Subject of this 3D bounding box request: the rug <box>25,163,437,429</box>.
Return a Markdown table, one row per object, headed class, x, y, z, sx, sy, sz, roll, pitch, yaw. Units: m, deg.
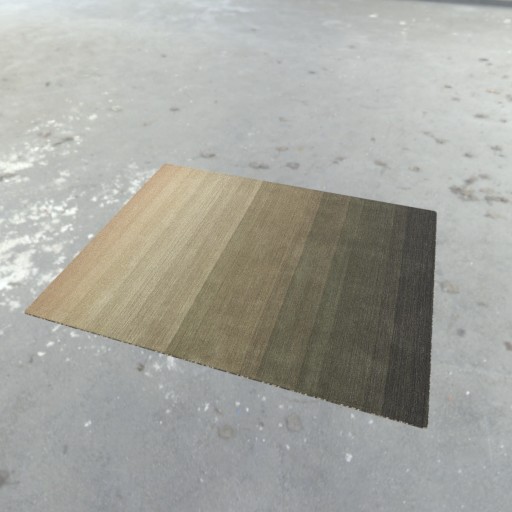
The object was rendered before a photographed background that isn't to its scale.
| class | x | y | z | sx | sy | sz | roll | pitch | yaw |
| --- | --- | --- | --- | --- | --- | --- | --- | --- | --- |
| rug | 0.000 | 0.000 | 3.774 | 2.902 | 0.017 | 2.305 | 12 | 43 | 14 |
